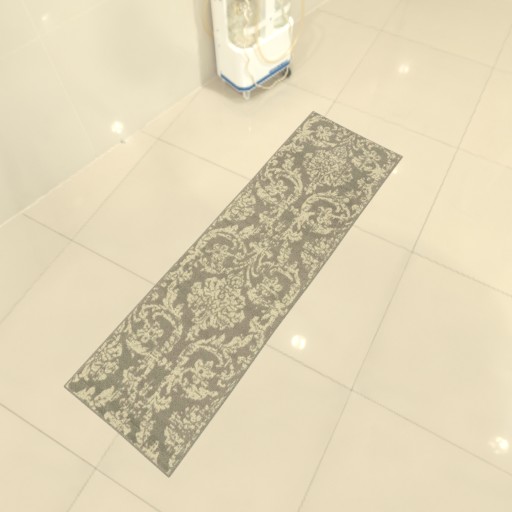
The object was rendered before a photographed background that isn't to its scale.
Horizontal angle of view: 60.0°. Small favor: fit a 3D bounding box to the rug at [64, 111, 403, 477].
[{"bbox_3d":[0.000,0.000,2.418,0.662,0.011,2.196,33,67,16],"label":"rug"}]
